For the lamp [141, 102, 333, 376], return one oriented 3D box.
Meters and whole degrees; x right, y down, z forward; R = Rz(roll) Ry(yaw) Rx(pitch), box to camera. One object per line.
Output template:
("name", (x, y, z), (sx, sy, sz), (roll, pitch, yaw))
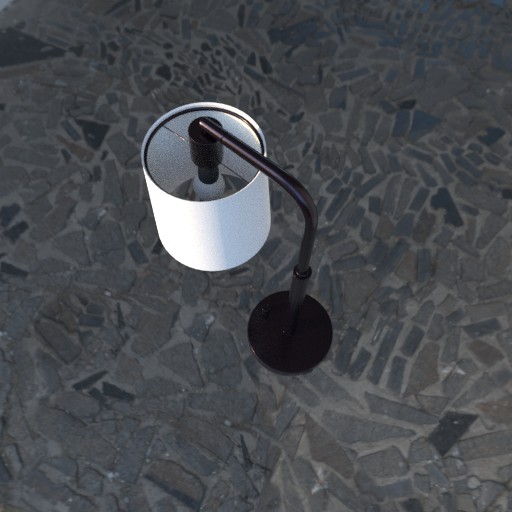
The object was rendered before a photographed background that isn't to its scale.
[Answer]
("lamp", (0.000, 0.000, 0.674), (0.333, 0.489, 0.171), (35, 69, 16))
